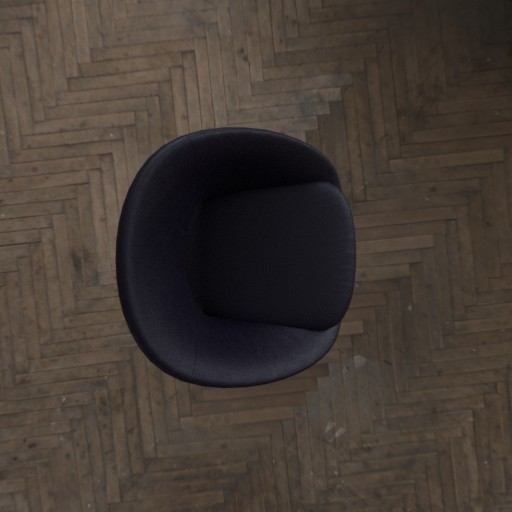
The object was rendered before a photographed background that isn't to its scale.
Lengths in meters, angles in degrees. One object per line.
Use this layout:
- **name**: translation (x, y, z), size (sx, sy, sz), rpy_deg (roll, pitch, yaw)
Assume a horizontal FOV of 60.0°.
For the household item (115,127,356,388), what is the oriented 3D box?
- **household item**: translation (0.000, 0.000, 1.286), size (0.573, 0.852, 0.623), rpy_deg (0, 91, -1)
